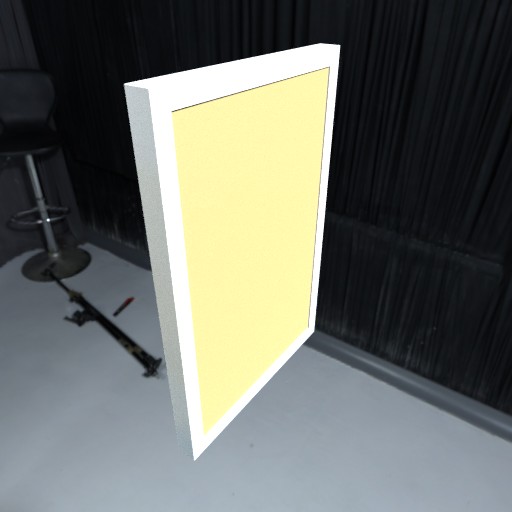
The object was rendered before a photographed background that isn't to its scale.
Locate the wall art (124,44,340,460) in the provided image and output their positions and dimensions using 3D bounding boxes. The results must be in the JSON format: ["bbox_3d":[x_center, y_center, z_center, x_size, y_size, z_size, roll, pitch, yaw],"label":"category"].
[{"bbox_3d":[0.000,0.000,0.748,0.038,0.611,0.408,21,38,30],"label":"wall art"}]
